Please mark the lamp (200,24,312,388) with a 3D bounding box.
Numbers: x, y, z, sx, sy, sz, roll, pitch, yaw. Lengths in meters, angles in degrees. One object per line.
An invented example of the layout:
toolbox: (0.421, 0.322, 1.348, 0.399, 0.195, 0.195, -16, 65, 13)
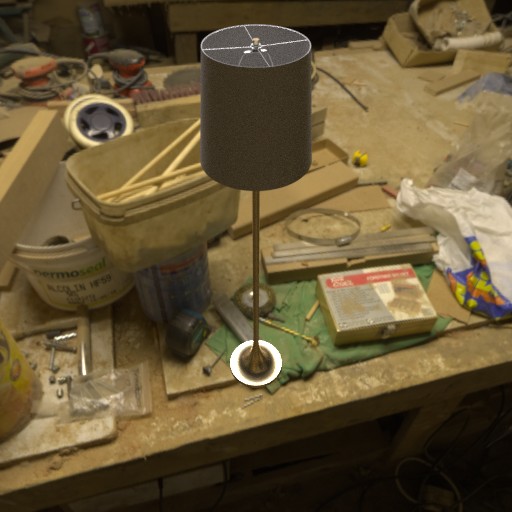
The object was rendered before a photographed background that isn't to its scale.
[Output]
lamp: (0.000, 0.000, 1.651, 0.337, 1.543, 0.337, 0, 46, 0)
